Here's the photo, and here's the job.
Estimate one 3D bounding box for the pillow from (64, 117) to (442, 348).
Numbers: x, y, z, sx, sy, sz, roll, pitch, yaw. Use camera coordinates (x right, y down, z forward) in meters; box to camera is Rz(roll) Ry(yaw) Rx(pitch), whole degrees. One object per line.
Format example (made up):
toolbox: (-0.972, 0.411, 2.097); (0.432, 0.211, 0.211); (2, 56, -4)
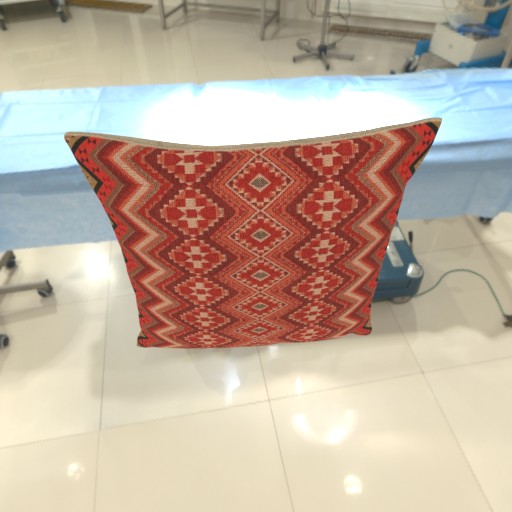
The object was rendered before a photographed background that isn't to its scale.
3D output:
pillow: (0.000, 0.000, 0.781); (0.513, 0.511, 0.158); (-3, 46, -3)
